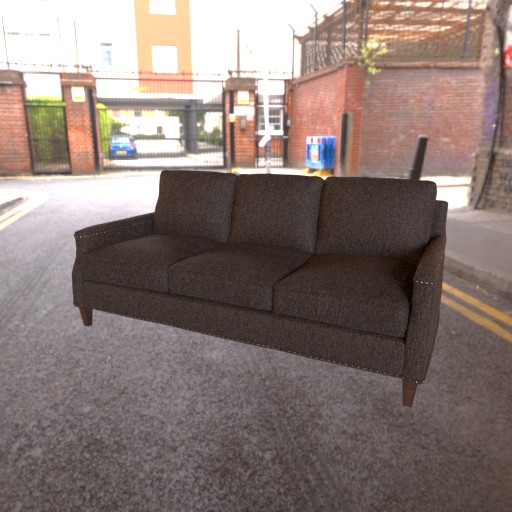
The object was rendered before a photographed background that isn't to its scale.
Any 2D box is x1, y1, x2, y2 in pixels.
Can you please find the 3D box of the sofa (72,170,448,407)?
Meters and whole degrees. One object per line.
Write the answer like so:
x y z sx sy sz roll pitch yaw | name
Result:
0.000 0.000 2.868 2.246 1.003 1.084 7 17 26 | sofa
